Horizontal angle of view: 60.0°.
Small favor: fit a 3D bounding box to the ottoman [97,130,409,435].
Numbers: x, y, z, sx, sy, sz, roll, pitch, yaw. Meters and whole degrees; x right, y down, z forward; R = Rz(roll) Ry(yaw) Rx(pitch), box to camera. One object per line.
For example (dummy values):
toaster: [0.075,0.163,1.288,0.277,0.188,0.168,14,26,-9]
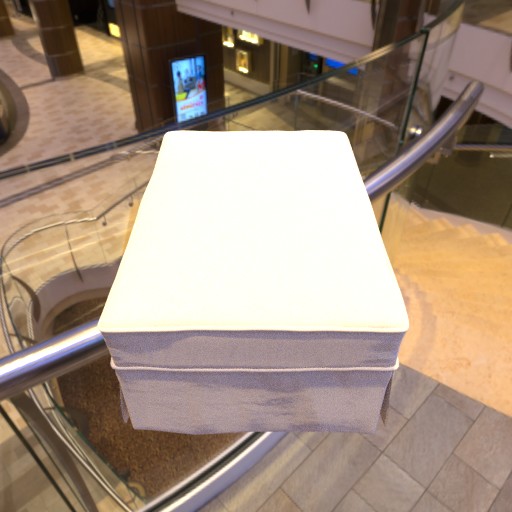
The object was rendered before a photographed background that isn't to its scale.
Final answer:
ottoman: [0.000,0.000,1.360,0.703,0.479,0.944,0,41,0]
